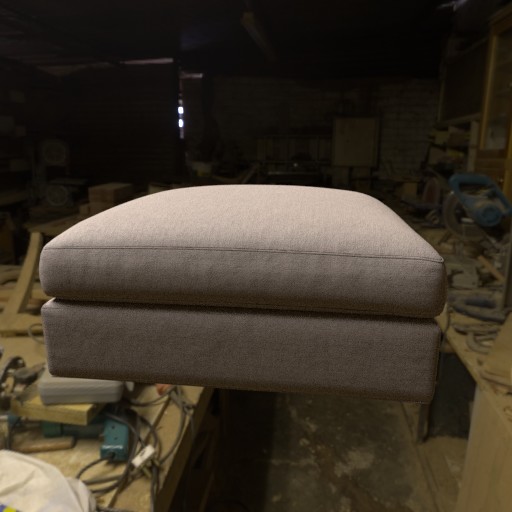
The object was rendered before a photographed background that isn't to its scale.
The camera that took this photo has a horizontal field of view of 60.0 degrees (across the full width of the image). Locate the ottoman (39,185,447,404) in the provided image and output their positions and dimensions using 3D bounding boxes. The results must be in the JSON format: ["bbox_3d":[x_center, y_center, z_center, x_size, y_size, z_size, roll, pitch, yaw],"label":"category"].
[{"bbox_3d":[0.000,0.000,1.582,1.041,0.470,1.041,2,14,7],"label":"ottoman"}]
